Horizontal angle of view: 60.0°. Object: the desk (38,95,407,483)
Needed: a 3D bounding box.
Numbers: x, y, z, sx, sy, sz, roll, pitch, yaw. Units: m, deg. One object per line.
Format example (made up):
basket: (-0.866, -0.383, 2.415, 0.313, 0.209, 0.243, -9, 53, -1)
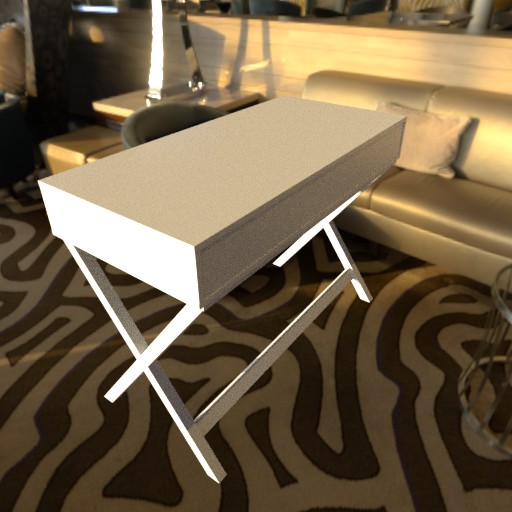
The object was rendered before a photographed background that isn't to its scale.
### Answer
desk: (0.000, 0.000, 1.492, 0.509, 0.780, 1.059, 22, 39, 30)
